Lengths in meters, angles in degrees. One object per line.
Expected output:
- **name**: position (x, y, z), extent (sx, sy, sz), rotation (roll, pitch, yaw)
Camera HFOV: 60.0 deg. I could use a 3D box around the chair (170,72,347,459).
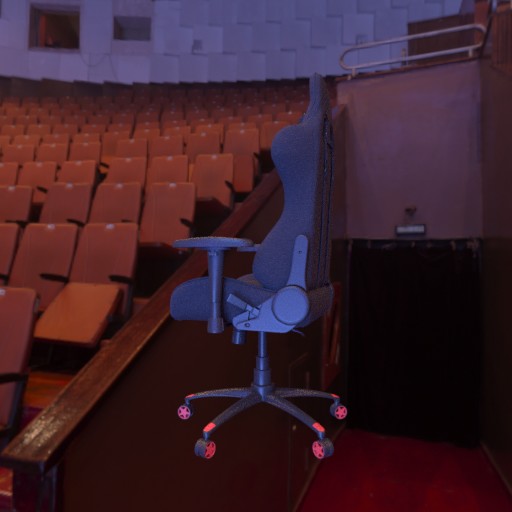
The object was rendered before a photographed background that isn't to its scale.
- **chair**: position (0.000, 0.000, 1.737), extent (0.658, 1.326, 0.695), rotation (0, -1, 18)
